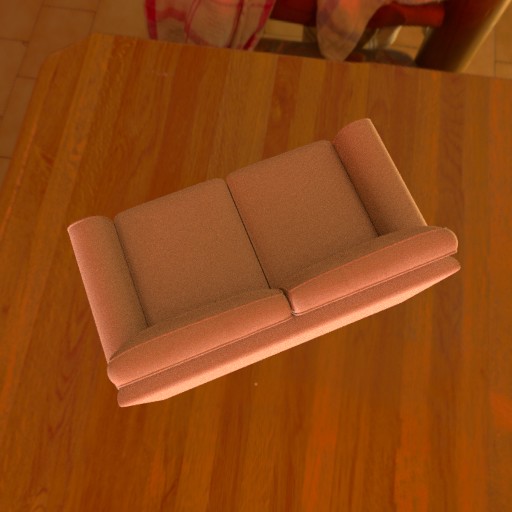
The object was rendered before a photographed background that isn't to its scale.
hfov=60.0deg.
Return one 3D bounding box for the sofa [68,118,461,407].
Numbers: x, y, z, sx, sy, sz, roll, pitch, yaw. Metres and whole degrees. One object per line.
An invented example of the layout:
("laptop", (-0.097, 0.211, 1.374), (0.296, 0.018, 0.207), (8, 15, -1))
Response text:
("sofa", (0.000, 0.000, 2.378), (1.727, 0.940, 0.991), (-21, 75, -6))
